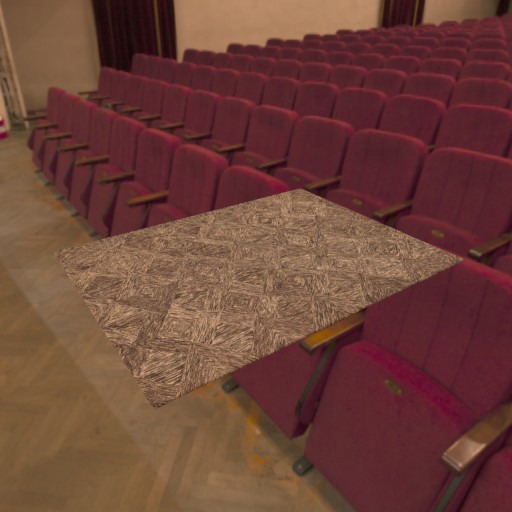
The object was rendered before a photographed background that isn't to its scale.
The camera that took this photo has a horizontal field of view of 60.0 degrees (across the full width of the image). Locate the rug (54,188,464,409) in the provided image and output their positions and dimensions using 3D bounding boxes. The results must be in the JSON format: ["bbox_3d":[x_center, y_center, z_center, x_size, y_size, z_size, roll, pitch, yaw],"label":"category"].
[{"bbox_3d":[0.000,0.000,4.330,3.204,0.017,2.448,-19,34,-30],"label":"rug"}]
